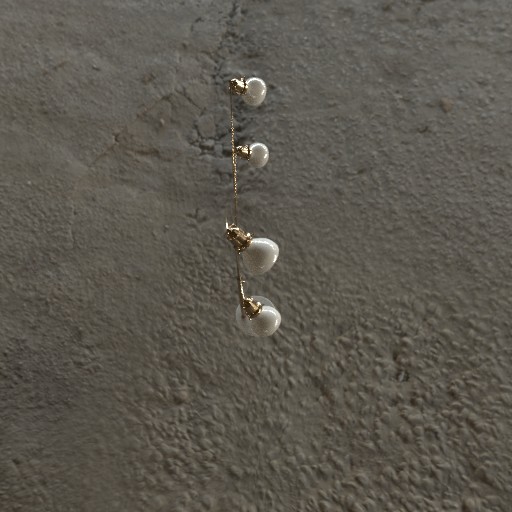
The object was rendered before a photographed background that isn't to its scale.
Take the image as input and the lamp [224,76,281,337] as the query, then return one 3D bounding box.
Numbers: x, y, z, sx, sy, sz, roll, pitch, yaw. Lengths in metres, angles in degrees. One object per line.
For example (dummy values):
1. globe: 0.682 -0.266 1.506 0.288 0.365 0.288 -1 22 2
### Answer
1. lamp: 0.000 0.000 2.915 0.361 2.423 1.405 -1 64 -1
